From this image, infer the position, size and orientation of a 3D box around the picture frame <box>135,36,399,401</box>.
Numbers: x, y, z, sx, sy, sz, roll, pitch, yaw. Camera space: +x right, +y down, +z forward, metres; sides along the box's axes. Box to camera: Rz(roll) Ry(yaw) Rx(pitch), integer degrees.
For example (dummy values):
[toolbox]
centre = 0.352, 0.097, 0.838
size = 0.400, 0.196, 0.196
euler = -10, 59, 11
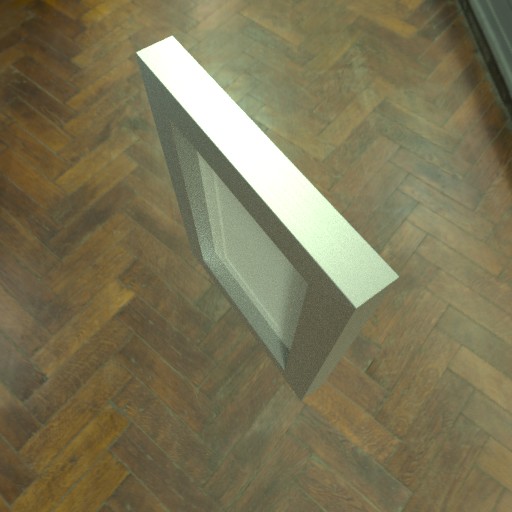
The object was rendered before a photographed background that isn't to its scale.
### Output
[picture frame]
centre = 0.000, 0.000, 0.278
size = 0.028, 0.208, 0.157
euler = -33, 68, -15
